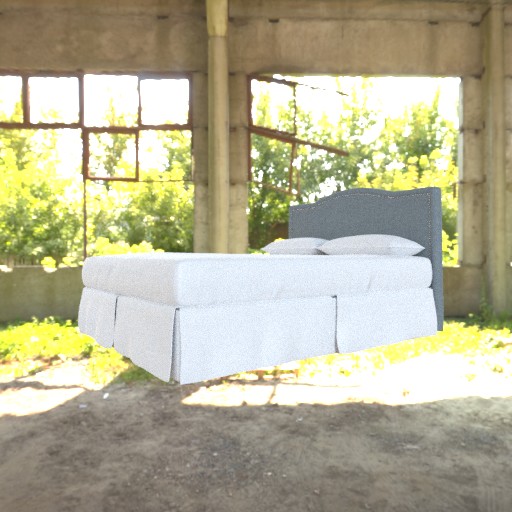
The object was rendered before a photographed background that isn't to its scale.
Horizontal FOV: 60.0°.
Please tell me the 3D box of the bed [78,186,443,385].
[{"bbox_3d":[0.000,0.000,4.069,2.689,1.457,2.161,0,0,-36],"label":"bed"}]
